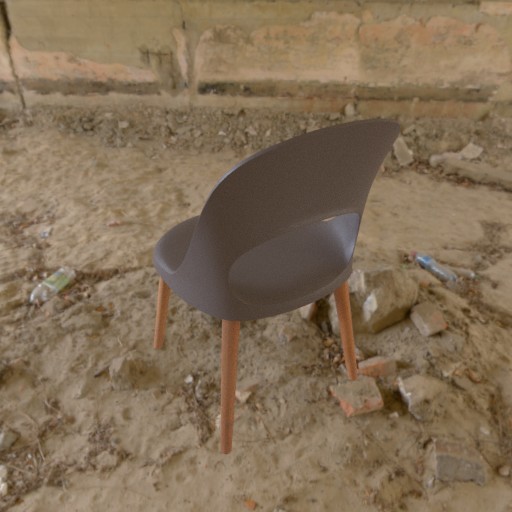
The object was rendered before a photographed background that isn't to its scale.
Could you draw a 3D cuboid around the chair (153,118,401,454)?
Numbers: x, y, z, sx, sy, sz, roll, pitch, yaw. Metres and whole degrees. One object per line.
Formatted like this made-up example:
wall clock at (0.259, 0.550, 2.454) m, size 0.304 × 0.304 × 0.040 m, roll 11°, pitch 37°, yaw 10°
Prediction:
chair at (0.000, 0.000, 1.139) m, size 0.470 × 0.794 × 0.556 m, roll -19°, pitch 36°, yaw -28°
